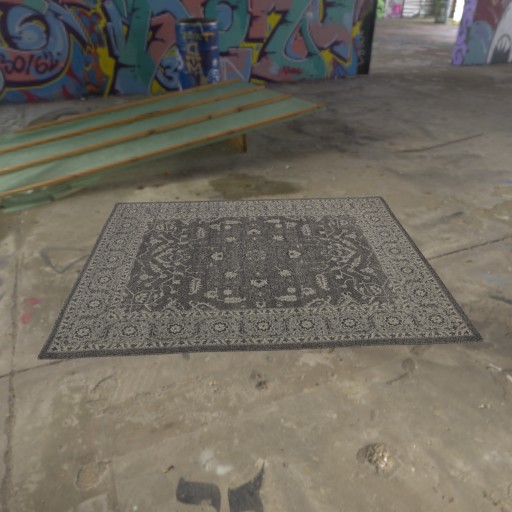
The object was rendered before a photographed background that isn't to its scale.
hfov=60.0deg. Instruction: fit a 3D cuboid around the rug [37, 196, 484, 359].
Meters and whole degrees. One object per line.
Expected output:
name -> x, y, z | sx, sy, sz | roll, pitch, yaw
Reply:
rug -> 0.000, 0.000, 4.051 | 3.069, 0.026, 2.451 | -2, 32, -3
